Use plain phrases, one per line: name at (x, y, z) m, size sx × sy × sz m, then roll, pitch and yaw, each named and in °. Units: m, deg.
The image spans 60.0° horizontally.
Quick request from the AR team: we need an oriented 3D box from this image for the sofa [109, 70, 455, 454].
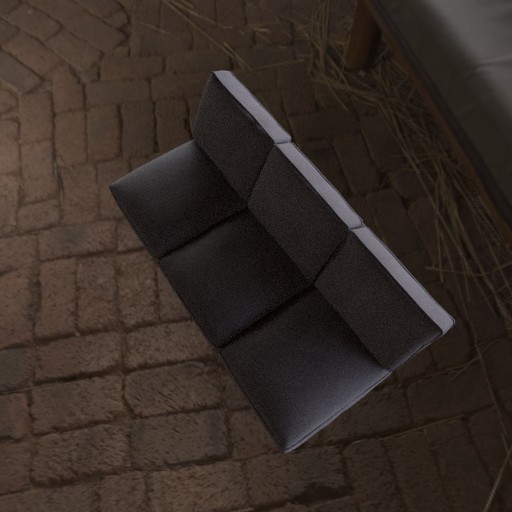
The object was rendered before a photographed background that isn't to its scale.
sofa at (0.000, 0.000, 2.638) m, size 1.027 × 0.973 × 1.962 m, roll -32°, pitch 68°, yaw -14°
